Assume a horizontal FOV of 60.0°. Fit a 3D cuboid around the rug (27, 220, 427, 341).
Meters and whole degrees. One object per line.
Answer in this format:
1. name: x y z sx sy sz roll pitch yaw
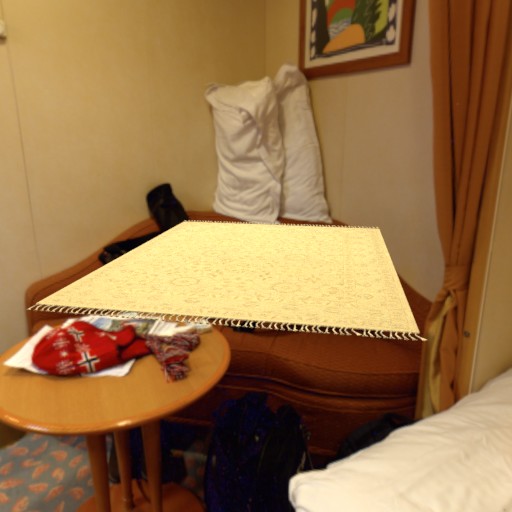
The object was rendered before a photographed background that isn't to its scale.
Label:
1. rug: 0.000 0.000 4.021 2.444 0.013 3.043 3 16 10
